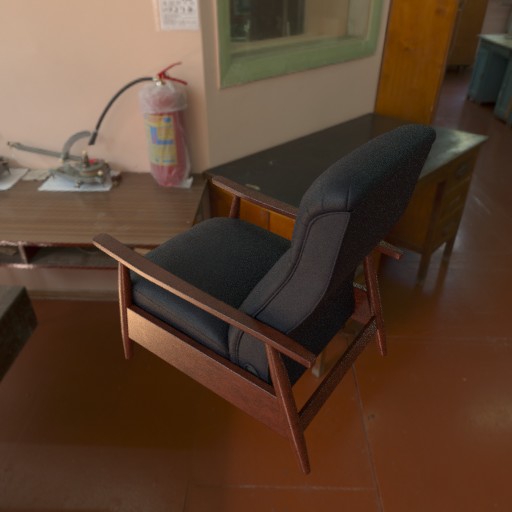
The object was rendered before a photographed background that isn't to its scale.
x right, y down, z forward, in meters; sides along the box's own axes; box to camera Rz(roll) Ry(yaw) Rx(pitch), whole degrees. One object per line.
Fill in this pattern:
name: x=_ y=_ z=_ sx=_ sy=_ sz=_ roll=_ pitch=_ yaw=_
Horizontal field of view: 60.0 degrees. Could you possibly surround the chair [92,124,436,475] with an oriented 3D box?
chair: x=0.000 y=0.000 z=1.746 sx=1.014 sy=1.082 sz=0.762 roll=22 pitch=39 yaw=29
